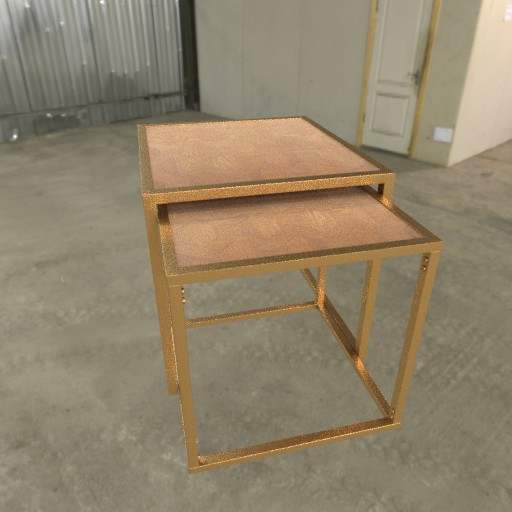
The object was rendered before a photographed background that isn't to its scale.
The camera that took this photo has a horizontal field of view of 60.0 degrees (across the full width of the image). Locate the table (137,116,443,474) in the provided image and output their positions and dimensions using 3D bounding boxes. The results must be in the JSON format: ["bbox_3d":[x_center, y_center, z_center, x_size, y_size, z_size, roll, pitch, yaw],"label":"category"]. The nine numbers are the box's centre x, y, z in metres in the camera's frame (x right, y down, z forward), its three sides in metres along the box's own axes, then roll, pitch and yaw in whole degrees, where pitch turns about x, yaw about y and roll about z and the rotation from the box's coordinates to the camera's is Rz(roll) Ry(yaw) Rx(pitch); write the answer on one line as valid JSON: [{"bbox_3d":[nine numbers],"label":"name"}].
[{"bbox_3d":[0.000,0.000,1.110,0.505,0.505,0.762,-7,30,-12],"label":"table"}]
